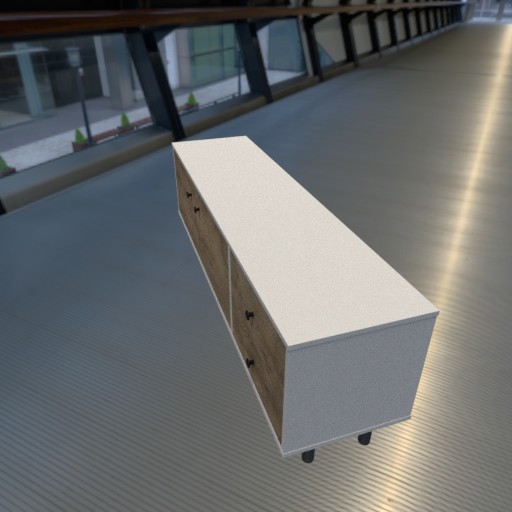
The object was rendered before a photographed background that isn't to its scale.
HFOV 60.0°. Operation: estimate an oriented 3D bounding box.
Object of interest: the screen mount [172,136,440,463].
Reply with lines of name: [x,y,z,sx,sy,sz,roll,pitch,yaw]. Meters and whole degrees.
screen mount: [0.000,0.000,1.814,0.418,0.520,1.600,-10,32,-16]
